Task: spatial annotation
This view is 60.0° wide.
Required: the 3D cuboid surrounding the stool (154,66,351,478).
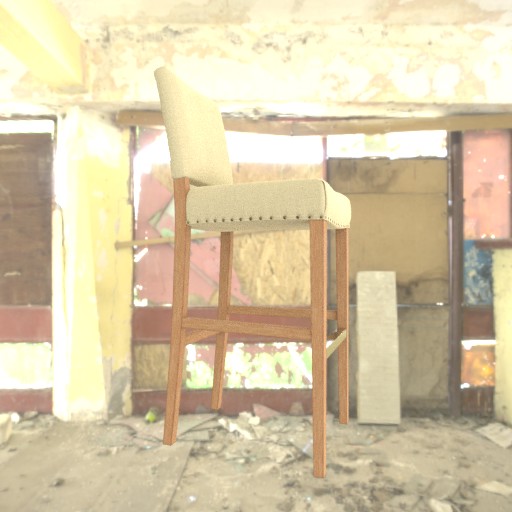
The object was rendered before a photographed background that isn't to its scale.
[{"bbox_3d":[0.000,0.000,1.425,0.546,1.143,0.428,0,0,20],"label":"stool"}]
